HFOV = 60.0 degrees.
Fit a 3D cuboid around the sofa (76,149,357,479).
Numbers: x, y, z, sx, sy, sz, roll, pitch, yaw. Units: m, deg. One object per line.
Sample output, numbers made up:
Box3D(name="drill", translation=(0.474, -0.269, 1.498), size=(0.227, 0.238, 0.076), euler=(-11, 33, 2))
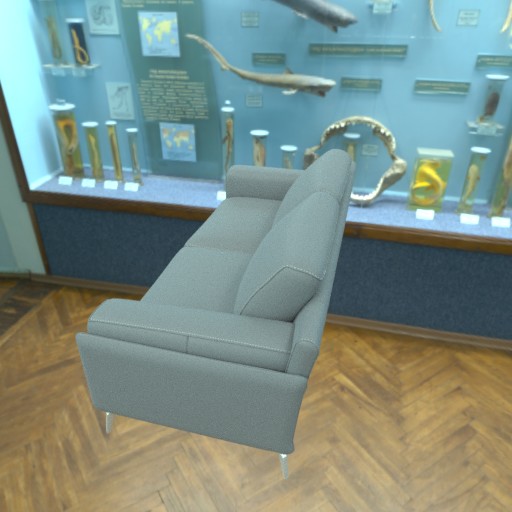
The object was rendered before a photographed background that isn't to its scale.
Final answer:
Box3D(name="sofa", translation=(0.000, 0.000, 2.570), size=(0.969, 0.900, 2.100), euler=(8, 31, 13))
